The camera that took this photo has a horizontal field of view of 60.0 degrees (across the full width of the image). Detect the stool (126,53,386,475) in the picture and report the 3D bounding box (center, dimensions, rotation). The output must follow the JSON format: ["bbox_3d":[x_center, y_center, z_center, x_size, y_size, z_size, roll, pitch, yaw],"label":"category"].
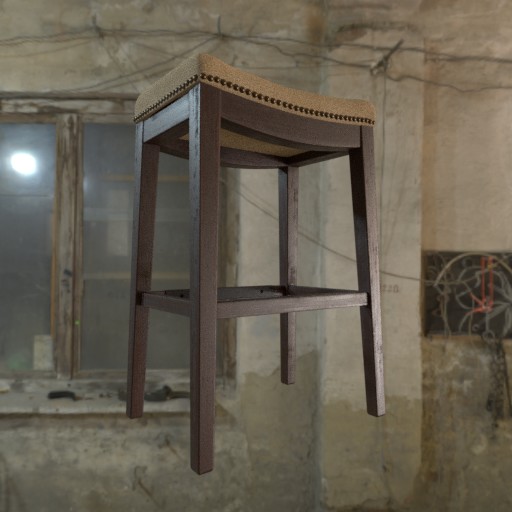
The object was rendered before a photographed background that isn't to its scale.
[{"bbox_3d":[0.000,0.000,1.065,0.509,0.768,0.363,0,0,-36],"label":"stool"}]
